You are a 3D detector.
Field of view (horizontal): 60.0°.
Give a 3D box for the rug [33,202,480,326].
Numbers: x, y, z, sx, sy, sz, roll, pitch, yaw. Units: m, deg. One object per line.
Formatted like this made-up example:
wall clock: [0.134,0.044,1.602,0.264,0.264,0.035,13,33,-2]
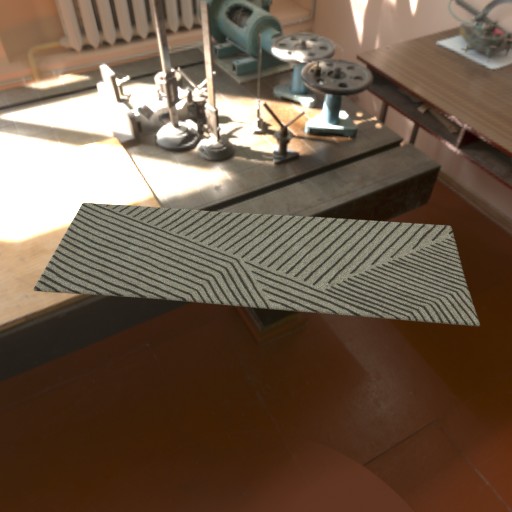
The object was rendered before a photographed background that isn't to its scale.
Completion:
rug: [0.000,0.000,2.663,2.439,0.020,0.773,4,47,4]
